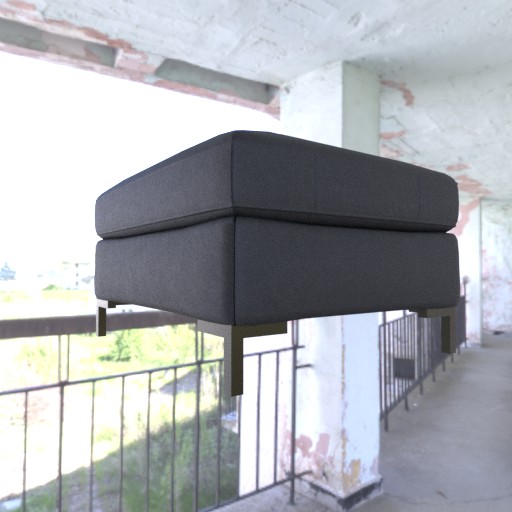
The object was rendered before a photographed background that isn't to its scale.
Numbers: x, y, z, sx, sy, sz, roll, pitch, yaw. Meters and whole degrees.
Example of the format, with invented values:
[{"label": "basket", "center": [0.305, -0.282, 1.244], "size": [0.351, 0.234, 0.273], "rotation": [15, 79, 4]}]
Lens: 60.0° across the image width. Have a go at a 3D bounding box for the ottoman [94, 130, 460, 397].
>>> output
[{"label": "ottoman", "center": [0.000, 0.000, 1.774], "size": [0.967, 0.696, 1.187], "rotation": [1, -2, -35]}]
